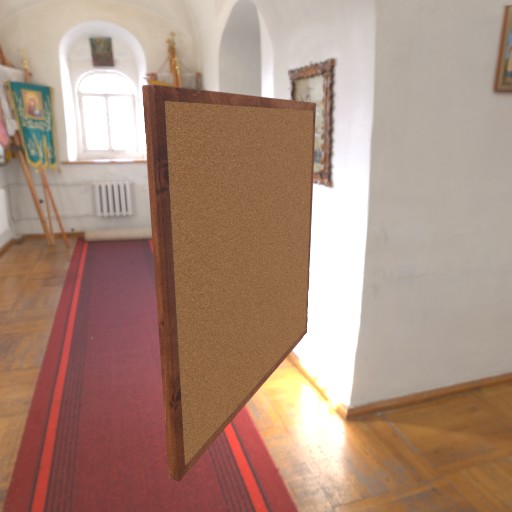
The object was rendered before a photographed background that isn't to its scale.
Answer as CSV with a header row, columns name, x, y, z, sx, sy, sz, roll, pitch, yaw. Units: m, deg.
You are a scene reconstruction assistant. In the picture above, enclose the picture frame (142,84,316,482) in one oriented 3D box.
name,x,y,z,sx,sy,sz,roll,pitch,yaw
picture frame,0.000,0.000,1.207,0.029,0.817,0.810,8,19,25
